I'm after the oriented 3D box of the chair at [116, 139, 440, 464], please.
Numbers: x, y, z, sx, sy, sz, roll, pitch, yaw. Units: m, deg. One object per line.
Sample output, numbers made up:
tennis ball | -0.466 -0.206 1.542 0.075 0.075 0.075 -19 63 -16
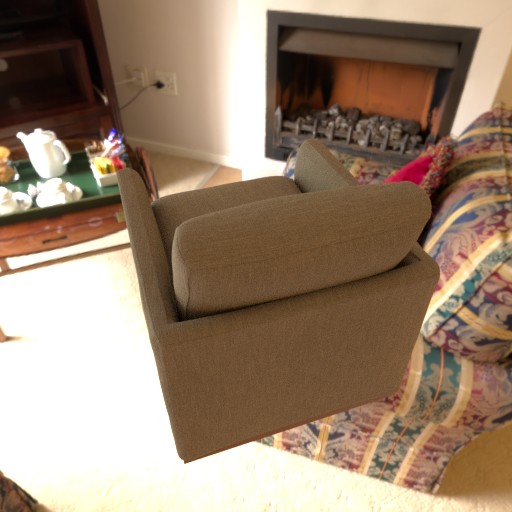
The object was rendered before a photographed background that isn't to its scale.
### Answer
chair | 0.000 0.000 1.453 0.763 0.811 0.834 -13 42 -14
